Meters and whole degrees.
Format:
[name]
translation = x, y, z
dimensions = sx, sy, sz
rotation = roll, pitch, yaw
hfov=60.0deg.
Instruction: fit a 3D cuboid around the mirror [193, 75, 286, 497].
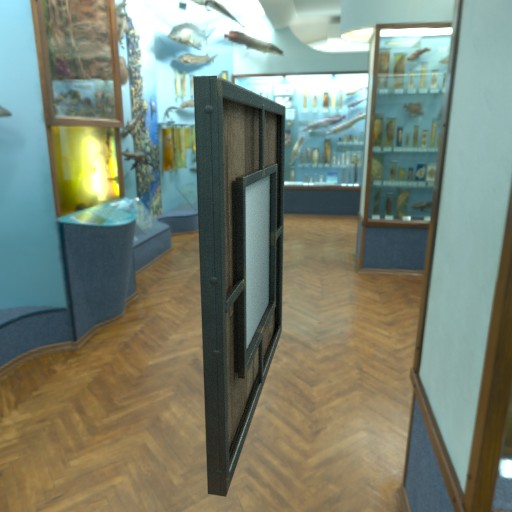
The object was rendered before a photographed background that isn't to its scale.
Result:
[mirror]
translation = 0.000, 0.000, 0.561
dimensions = 0.020, 0.381, 0.382
rotation = 3, 16, 11
